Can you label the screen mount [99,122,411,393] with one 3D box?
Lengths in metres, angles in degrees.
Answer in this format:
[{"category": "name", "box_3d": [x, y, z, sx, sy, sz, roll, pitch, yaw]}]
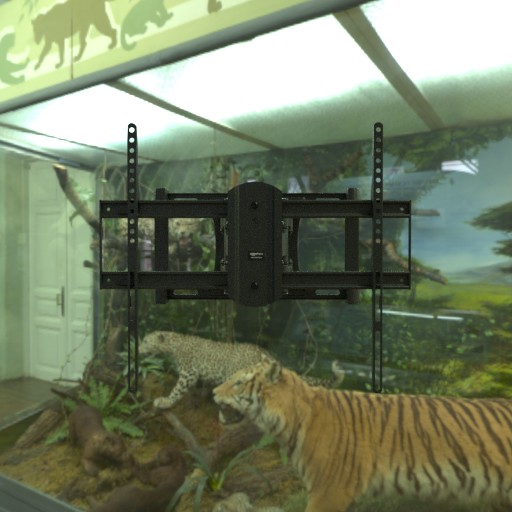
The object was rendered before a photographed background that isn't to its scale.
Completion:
[{"category": "screen mount", "box_3d": [0.000, 0.000, 0.969, 0.571, 0.424, 0.556, 0, 1, 0]}]
